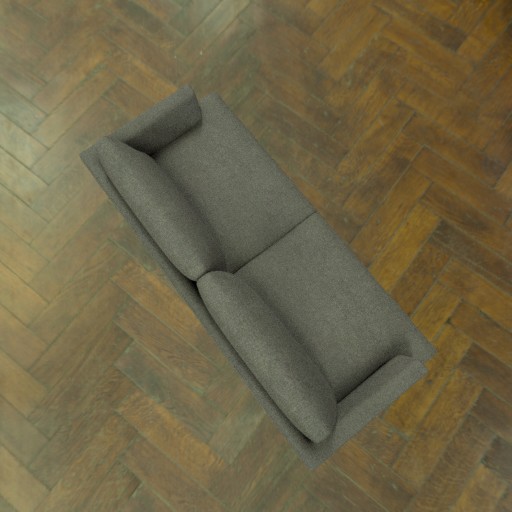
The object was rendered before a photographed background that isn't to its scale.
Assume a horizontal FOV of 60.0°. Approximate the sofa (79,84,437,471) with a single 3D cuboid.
[{"bbox_3d":[0.000,0.000,2.751,1.020,0.868,2.250,-37,78,-9],"label":"sofa"}]
